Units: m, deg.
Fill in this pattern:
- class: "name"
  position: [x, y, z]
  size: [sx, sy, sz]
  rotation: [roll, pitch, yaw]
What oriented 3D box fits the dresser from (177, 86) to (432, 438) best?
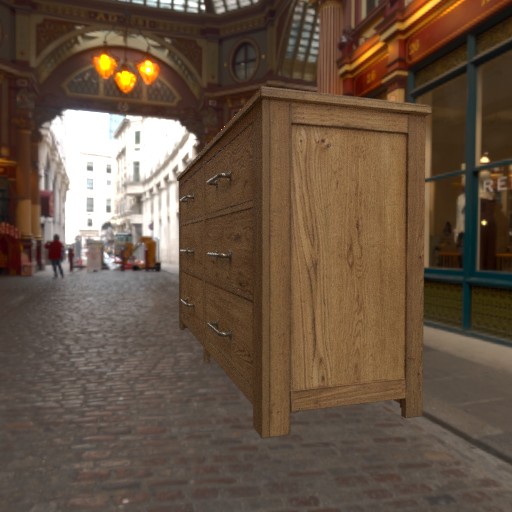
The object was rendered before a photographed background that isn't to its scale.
- class: "dresser"
  position: [0.000, 0.000, 2.024]
  size: [0.563, 0.932, 1.657]
  rotation: [-1, 2, -18]
